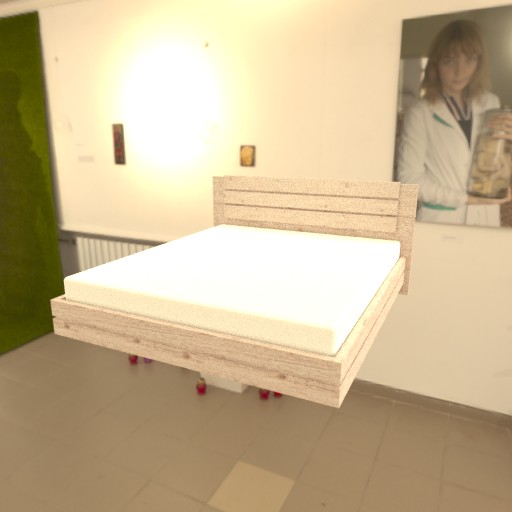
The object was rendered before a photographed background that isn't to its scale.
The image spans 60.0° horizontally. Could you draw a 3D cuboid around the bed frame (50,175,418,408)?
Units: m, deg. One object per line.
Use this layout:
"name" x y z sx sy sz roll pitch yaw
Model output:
"bed frame" 0.000 0.000 3.257 1.950 0.970 2.080 7 16 25
